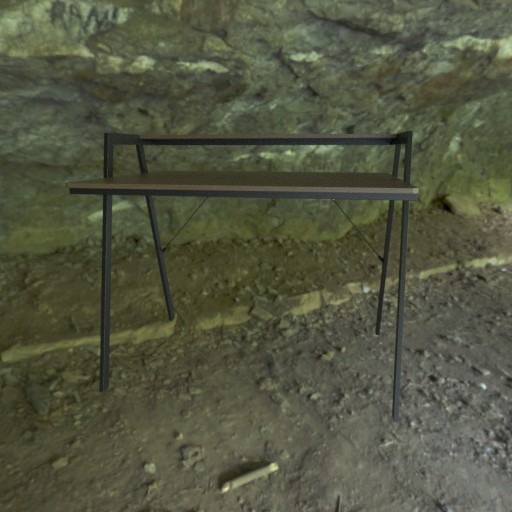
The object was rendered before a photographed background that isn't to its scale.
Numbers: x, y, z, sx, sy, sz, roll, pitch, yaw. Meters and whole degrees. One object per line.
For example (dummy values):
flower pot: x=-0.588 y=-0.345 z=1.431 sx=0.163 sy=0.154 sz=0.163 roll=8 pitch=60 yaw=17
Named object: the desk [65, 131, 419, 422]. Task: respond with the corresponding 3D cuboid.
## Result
desk: x=0.000 y=0.000 z=1.867 sx=1.143 sy=0.998 sz=0.936 roll=2 pitch=14 yaw=10
